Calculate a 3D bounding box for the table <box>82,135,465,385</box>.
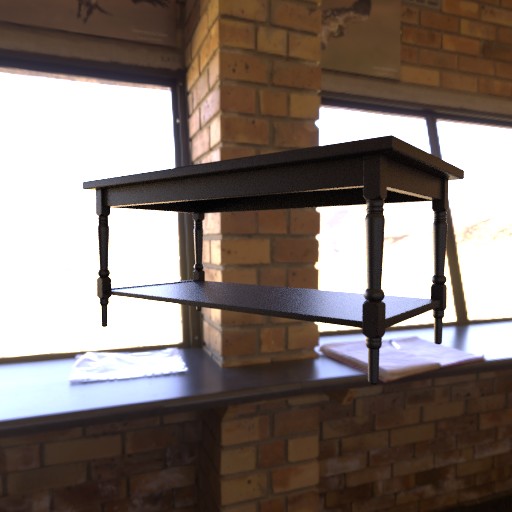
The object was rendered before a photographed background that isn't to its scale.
[{"bbox_3d":[0.000,0.000,1.421,1.107,0.510,0.550,2,3,38],"label":"table"}]
